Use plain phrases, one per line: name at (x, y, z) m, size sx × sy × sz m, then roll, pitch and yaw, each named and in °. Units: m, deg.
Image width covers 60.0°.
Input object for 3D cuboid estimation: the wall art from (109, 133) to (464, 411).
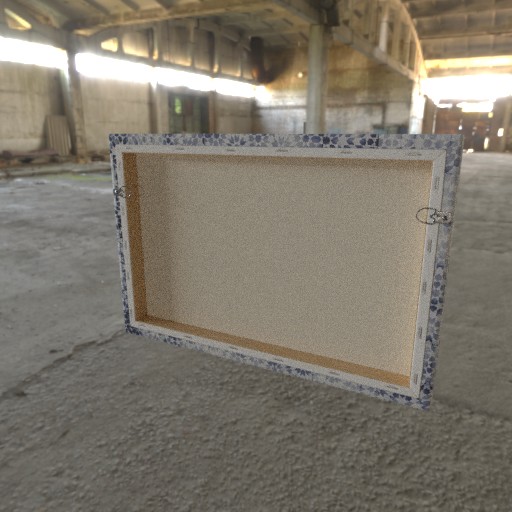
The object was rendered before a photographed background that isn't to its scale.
wall art at (0.000, 0.000, 1.145) m, size 0.911 × 0.608 × 0.057 m, roll 8°, pitch 17°, yaw 26°
